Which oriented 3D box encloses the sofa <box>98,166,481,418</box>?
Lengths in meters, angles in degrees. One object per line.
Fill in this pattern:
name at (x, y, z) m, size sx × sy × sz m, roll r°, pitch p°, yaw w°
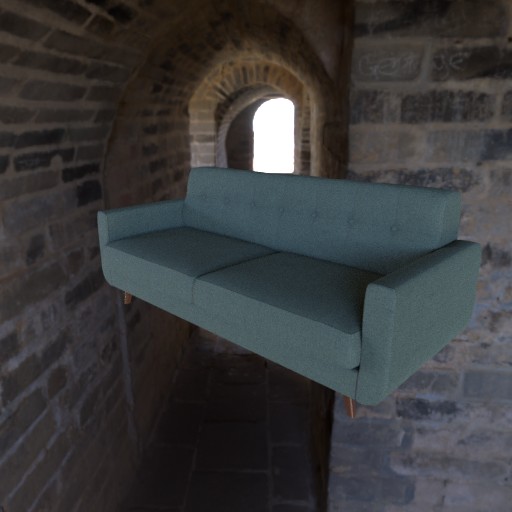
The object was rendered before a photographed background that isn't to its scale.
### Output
sofa at (0.000, 0.000, 2.436) m, size 2.029 × 0.841 × 0.909 m, roll 15°, pitch 22°, yaw 42°
